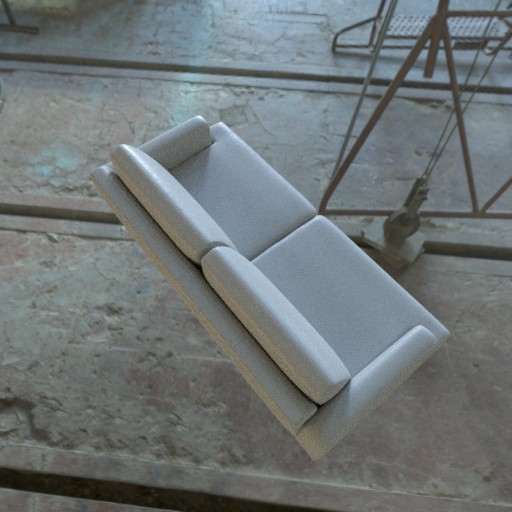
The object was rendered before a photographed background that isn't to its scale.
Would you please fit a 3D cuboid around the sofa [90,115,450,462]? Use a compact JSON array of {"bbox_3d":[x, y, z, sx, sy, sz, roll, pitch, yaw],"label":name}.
[{"bbox_3d":[0.000,0.000,2.419,0.974,0.765,1.940,-35,66,-18],"label":"sofa"}]
